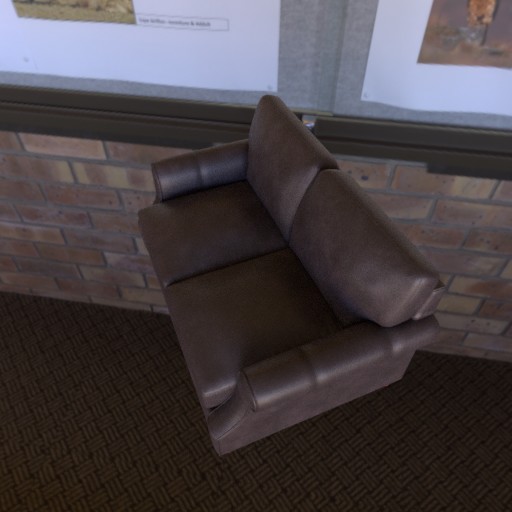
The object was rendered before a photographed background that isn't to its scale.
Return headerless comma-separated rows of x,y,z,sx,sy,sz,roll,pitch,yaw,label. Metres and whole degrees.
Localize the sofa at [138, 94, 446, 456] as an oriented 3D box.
0.000,0.000,2.353,1.030,0.979,1.663,-17,50,-15,sofa
